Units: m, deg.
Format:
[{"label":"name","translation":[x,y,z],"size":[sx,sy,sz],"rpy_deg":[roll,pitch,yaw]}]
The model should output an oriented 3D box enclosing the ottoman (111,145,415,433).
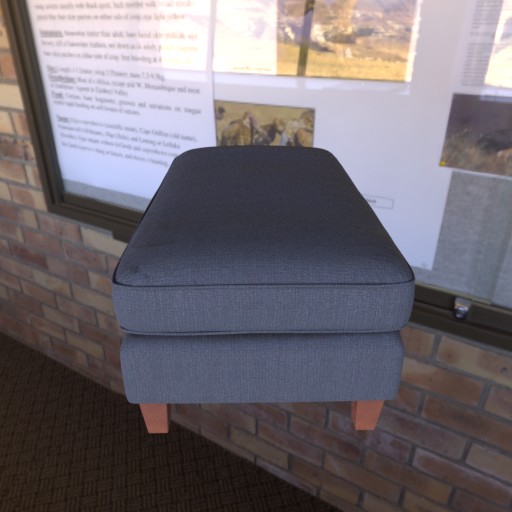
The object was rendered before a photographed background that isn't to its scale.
[{"label":"ottoman","translation":[0.000,0.000,1.209],"size":[0.570,0.438,0.885],"rpy_deg":[0,27,-1]}]
